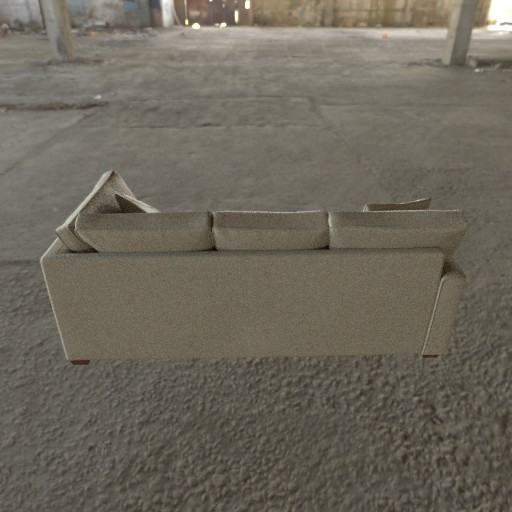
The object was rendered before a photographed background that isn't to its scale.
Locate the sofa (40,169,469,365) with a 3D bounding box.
[{"bbox_3d":[0.000,0.000,2.930,2.317,0.962,1.061,-1,30,-1],"label":"sofa"}]
